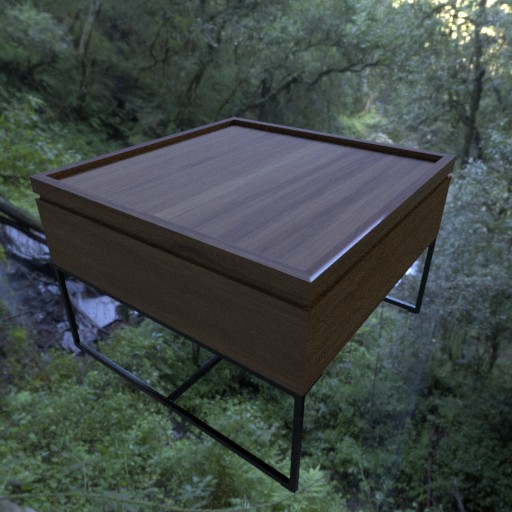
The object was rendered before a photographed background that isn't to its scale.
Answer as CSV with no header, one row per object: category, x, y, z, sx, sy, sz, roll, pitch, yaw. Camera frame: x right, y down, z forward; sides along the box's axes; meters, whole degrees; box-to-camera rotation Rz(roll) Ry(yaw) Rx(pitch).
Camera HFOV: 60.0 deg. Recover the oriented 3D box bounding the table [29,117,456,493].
table,0.000,0.000,1.099,0.676,0.464,0.679,20,36,31
